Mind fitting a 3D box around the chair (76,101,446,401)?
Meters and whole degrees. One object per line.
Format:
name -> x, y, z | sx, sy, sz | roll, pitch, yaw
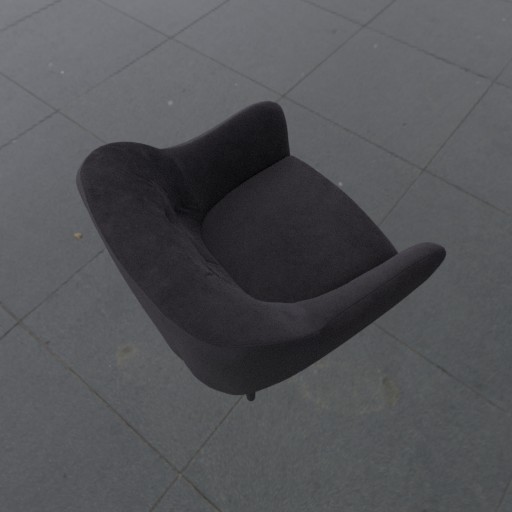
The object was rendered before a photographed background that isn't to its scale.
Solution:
chair -> 0.000, 0.000, 1.473 | 0.819, 0.807, 0.840 | -32, 63, -18
